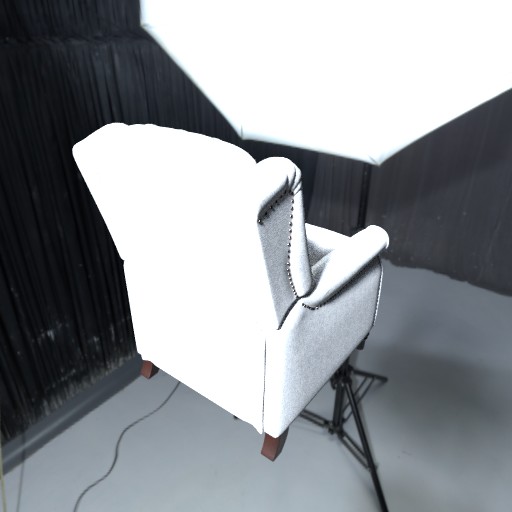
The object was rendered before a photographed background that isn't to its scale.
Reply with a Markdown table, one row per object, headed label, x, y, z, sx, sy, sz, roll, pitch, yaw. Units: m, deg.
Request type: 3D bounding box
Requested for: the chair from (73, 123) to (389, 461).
| label | x | y | z | sx | sy | sz | roll | pitch | yaw |
| --- | --- | --- | --- | --- | --- | --- | --- | --- | --- |
| chair | 0.000 | 0.000 | 1.621 | 0.742 | 1.035 | 0.902 | 20 | 35 | 32 |
